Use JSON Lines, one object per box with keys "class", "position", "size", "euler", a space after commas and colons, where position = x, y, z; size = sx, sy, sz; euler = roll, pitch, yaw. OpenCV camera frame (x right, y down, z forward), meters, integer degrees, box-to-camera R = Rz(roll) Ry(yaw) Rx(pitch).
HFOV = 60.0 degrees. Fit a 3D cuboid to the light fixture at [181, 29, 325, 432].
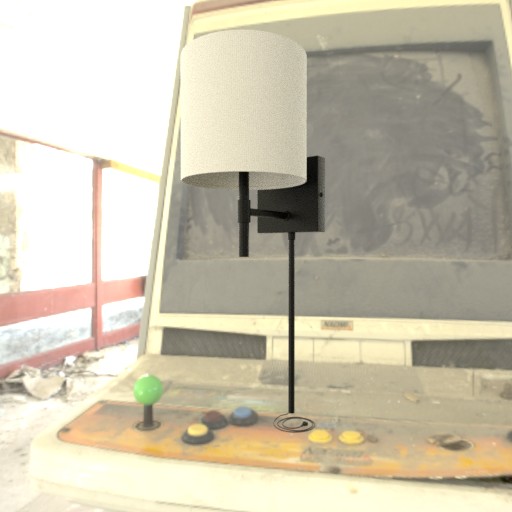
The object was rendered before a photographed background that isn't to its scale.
{"class": "light fixture", "position": [0.000, 0.000, 0.695], "size": [0.188, 0.589, 0.248], "euler": [1, 1, 37]}
